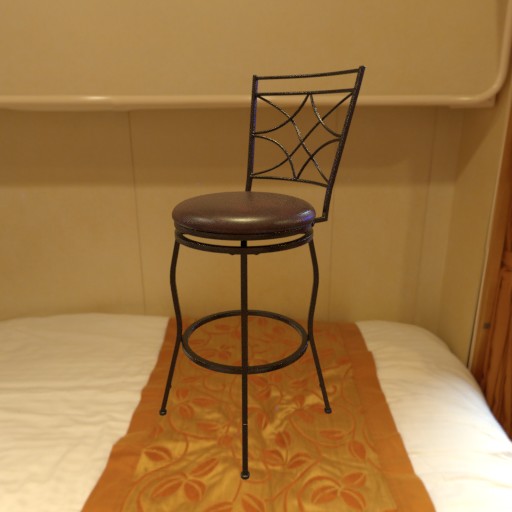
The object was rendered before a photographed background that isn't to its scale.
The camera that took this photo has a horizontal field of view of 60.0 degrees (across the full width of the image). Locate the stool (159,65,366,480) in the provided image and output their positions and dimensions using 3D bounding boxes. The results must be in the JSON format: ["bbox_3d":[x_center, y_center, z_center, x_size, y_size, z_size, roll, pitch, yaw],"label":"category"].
[{"bbox_3d":[0.000,0.000,1.407,0.434,1.117,0.534,16,24,42],"label":"stool"}]
